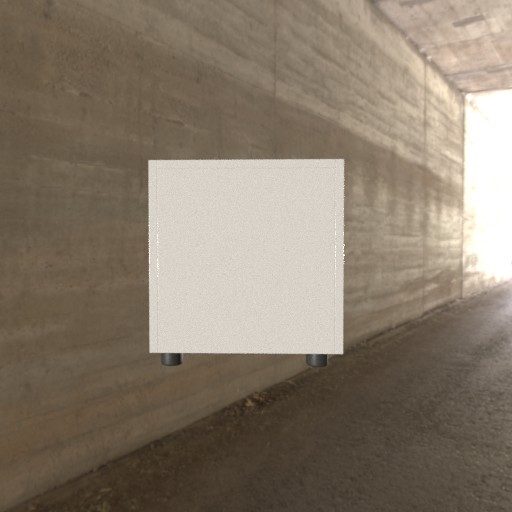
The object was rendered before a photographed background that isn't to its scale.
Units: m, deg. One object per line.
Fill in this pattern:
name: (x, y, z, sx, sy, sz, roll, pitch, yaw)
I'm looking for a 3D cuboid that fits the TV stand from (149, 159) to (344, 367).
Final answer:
TV stand: (0.000, 0.000, 1.682, 0.410, 0.440, 1.500, 0, 1, 2)
